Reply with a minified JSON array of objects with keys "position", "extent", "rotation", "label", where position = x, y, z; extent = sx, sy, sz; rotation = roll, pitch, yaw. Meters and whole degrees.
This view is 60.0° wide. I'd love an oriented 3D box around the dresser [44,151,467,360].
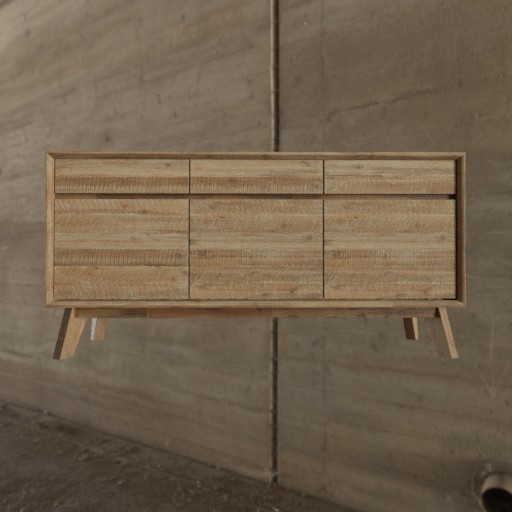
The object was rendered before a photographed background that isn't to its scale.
[{"position":[0.000,0.000,1.909],"extent":[1.602,0.788,0.455],"rotation":[0,-1,-1],"label":"dresser"}]
